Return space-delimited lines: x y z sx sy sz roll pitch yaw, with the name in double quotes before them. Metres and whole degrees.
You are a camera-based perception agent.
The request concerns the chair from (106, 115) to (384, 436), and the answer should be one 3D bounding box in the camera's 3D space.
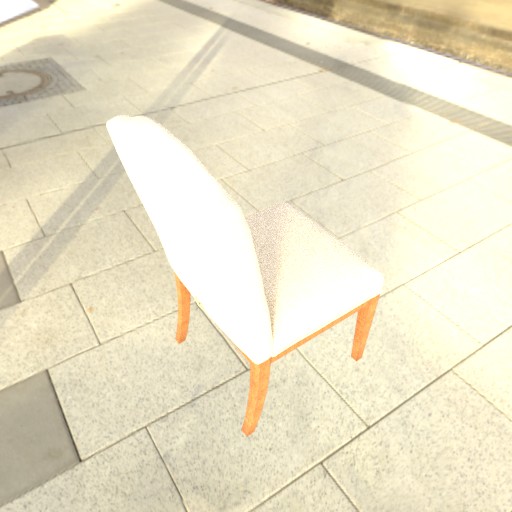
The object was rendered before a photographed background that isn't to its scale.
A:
"chair" 0.000 0.000 1.386 0.648 1.012 0.534 -25 47 -26
